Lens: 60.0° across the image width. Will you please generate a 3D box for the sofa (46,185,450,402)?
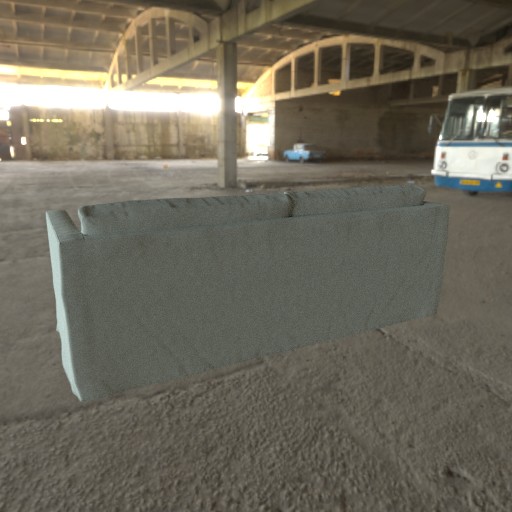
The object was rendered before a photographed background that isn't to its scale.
[{"bbox_3d":[0.000,0.000,2.745,2.312,0.853,0.962,-7,16,-27],"label":"sofa"}]
